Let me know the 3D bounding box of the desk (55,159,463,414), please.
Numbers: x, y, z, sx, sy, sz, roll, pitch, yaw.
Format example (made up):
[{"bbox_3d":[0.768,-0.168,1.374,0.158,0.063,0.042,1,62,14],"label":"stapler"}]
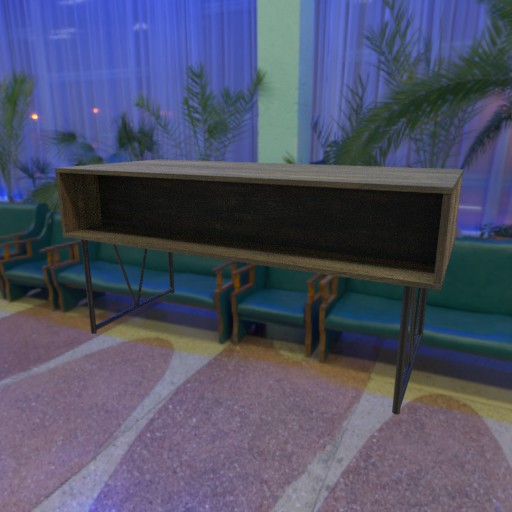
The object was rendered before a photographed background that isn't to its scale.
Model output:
[{"bbox_3d":[0.000,0.000,2.008,1.600,0.780,0.730,8,17,26],"label":"desk"}]
